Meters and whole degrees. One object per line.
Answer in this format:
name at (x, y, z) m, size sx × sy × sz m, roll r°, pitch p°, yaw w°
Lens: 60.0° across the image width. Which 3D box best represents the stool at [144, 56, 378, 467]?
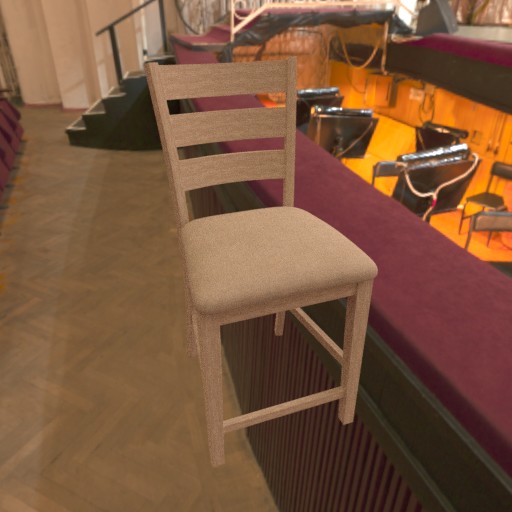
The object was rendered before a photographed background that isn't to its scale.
stool at (0.000, 0.000, 1.317) m, size 0.484 × 1.032 × 0.569 m, roll -10°, pitch 32°, yaw -17°
